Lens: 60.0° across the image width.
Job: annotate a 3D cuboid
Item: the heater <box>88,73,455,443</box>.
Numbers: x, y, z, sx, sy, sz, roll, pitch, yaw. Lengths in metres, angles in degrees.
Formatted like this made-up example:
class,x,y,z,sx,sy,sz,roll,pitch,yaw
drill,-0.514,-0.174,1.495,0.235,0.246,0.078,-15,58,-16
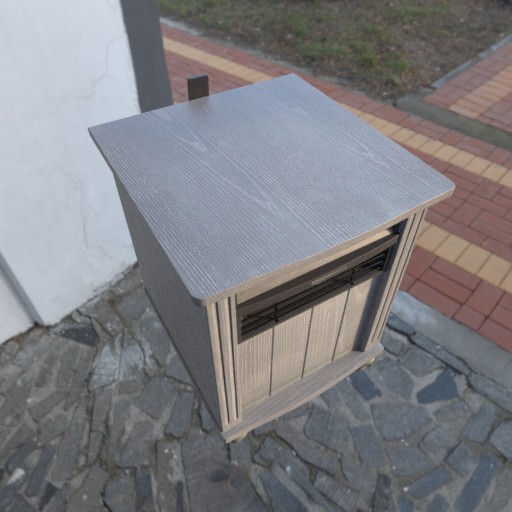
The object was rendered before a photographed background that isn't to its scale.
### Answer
class,x,y,z,sx,sy,sz,roll,pitch,yaw
heater,0.000,0.000,0.753,0.362,0.481,0.400,-23,51,-20
